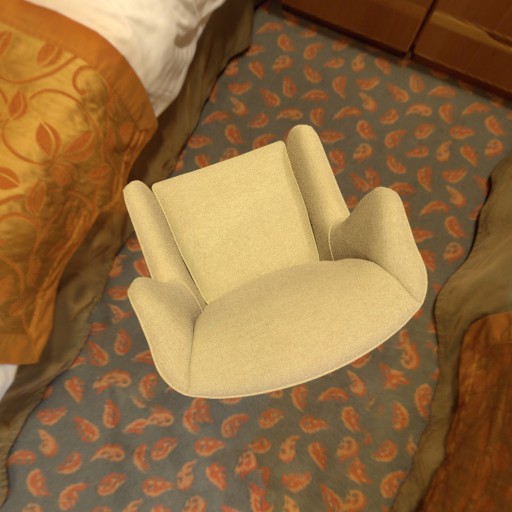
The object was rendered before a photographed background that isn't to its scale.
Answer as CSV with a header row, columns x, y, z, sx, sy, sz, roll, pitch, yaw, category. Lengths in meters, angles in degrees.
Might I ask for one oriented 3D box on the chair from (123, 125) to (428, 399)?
x,y,z,sx,sy,sz,roll,pitch,yaw,category
0.000,0.000,1.767,0.838,1.040,0.966,-20,77,-5,chair
